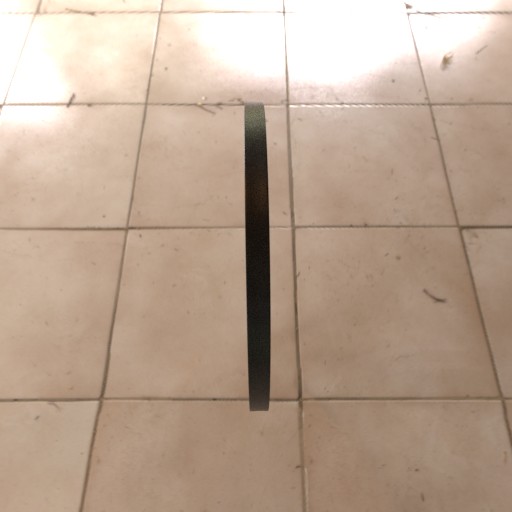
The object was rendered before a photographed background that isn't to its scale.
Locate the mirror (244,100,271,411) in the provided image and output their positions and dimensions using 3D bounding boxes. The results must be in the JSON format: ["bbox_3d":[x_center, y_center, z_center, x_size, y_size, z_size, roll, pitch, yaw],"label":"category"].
[{"bbox_3d":[0.000,0.000,0.855,0.032,0.565,0.565,-1,63,0],"label":"mirror"}]
